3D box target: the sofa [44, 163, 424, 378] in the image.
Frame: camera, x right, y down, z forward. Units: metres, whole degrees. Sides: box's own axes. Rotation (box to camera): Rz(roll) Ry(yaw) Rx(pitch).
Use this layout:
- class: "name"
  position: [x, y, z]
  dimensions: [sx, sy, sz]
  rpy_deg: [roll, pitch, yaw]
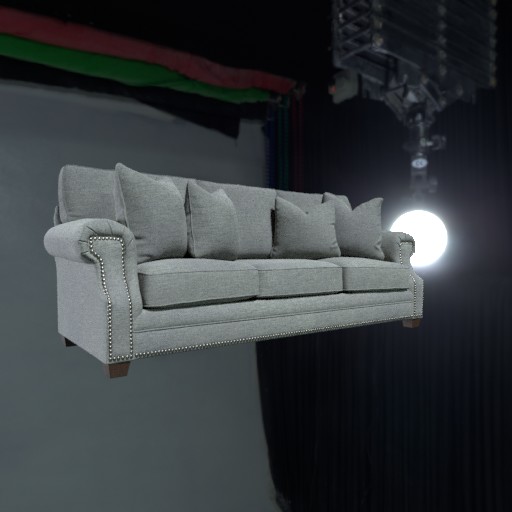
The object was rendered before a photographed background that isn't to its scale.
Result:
- class: "sofa"
  position: [0.000, 0.000, 2.766]
  dimensions: [2.312, 0.975, 0.965]
  rpy_deg: [0, 1, -36]
